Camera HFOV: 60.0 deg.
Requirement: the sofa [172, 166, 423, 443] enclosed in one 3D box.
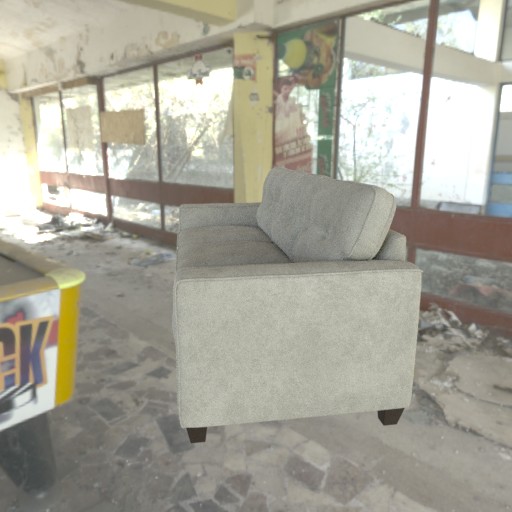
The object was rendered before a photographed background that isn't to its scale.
[{"bbox_3d":[0.000,0.000,2.608,0.939,0.965,2.133,-2,14,-9],"label":"sofa"}]
